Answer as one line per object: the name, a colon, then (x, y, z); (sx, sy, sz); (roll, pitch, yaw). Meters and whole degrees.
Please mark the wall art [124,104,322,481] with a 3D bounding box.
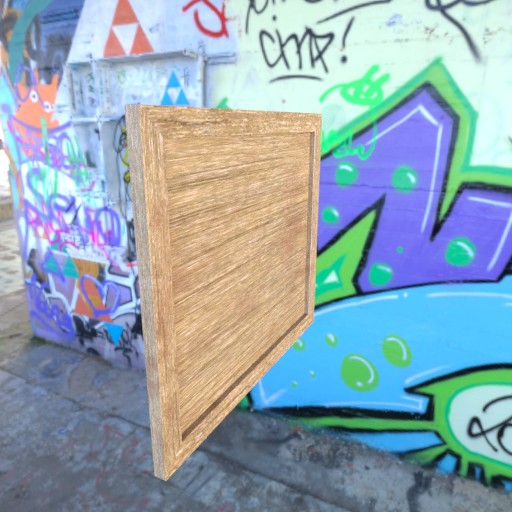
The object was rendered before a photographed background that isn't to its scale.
wall art: (0.000, 0.000, 0.944); (0.026, 0.588, 0.690); (9, 19, 26)
